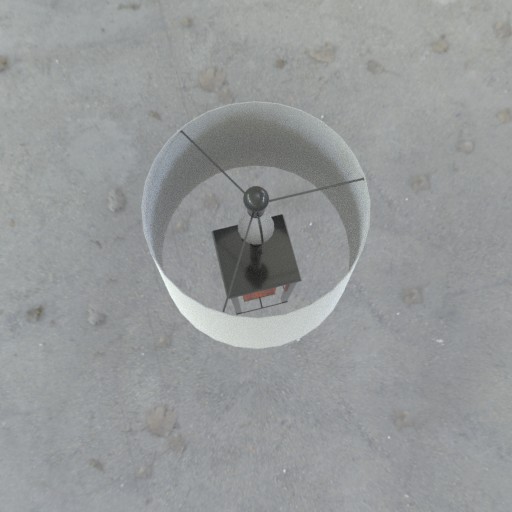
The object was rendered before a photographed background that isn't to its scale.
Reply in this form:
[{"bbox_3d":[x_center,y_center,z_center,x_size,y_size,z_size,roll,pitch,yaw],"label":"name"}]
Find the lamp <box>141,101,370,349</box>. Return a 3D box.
[{"bbox_3d":[0.000,0.000,0.777,0.320,0.591,0.320,0,77,0],"label":"lamp"}]
